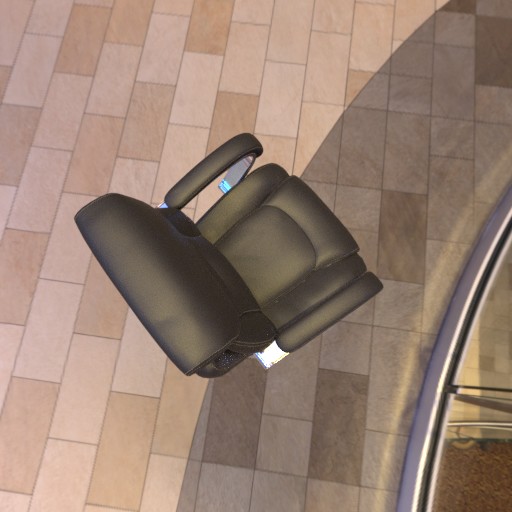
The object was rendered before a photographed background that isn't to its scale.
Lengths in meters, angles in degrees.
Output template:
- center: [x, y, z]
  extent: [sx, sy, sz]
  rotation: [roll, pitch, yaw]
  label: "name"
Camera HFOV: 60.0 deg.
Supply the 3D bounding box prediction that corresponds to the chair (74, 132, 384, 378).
- center: [0.000, 0.000, 1.632]
  extent: [0.790, 1.183, 0.755]
  rotation: [-37, 78, -9]
  label: "chair"
